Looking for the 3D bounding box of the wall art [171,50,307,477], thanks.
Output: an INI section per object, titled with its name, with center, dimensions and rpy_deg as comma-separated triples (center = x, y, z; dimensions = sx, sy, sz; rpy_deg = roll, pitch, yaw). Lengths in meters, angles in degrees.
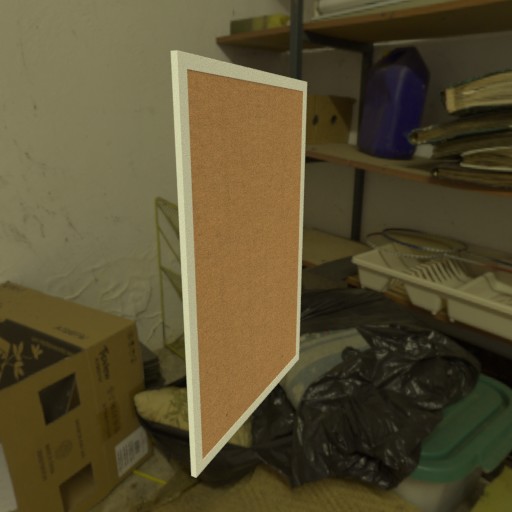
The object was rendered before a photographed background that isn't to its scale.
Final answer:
[wall art]
center = 0.000, 0.000, 1.241
dimensions = 0.015, 0.965, 0.660
rpy_deg = 8, 18, 27
